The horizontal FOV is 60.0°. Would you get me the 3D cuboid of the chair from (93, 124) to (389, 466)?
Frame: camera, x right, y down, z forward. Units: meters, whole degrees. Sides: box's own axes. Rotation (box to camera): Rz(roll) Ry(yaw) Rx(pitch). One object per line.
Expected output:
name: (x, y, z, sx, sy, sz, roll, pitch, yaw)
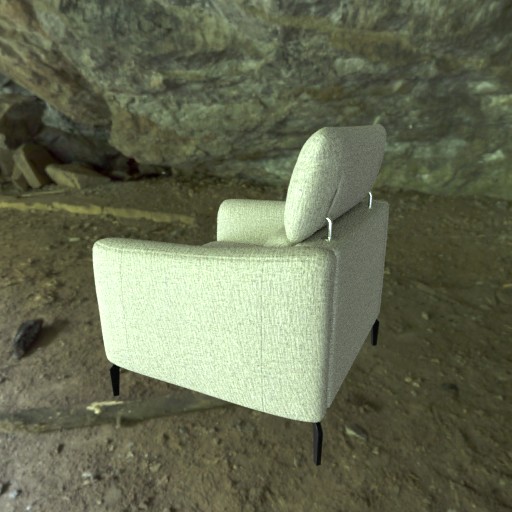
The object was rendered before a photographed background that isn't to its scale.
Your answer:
chair: (0.000, 0.000, 1.702, 0.835, 0.967, 0.972, 8, 19, 25)
